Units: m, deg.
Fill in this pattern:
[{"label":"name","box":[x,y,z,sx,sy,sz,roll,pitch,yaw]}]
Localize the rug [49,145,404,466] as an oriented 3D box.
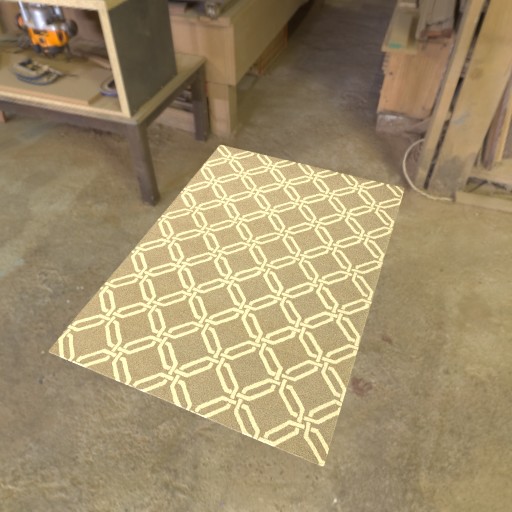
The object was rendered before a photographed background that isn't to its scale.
[{"label":"rug","box":[0.000,0.000,4.530,2.441,0.020,3.419,17,49,15]}]
